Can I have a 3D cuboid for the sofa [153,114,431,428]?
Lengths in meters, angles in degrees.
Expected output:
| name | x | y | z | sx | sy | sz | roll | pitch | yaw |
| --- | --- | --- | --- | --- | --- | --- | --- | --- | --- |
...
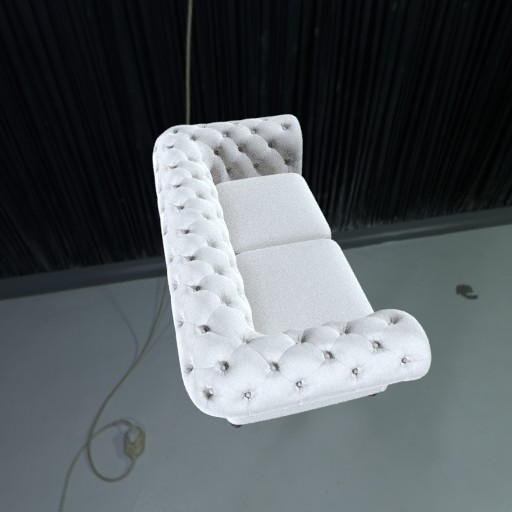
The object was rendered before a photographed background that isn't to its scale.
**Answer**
| name | x | y | z | sx | sy | sz | roll | pitch | yaw |
| --- | --- | --- | --- | --- | --- | --- | --- | --- | --- |
| sofa | 0.000 | 0.000 | 2.528 | 0.986 | 0.764 | 1.998 | -10 | 47 | -9 |
